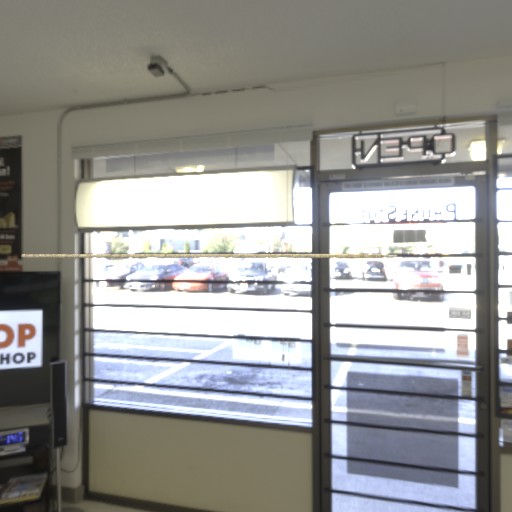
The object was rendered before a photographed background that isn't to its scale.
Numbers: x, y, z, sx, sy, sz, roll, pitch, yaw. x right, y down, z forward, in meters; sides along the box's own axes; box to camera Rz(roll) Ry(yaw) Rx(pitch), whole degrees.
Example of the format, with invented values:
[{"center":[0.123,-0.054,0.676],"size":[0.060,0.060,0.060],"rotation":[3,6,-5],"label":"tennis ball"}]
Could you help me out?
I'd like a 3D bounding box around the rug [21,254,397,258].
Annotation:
[{"center":[0.000,0.000,4.129],"size":[2.449,0.025,3.049],"rotation":[0,0,19],"label":"rug"}]
